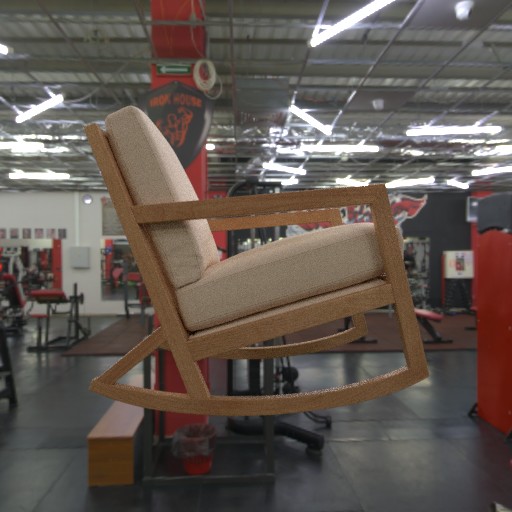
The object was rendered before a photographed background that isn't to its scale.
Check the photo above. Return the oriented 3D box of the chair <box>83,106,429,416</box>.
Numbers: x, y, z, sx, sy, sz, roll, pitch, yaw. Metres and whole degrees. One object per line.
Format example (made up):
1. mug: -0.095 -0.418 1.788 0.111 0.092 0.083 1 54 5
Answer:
1. chair: 0.000 0.000 1.406 0.857 0.790 0.622 0 0 0
